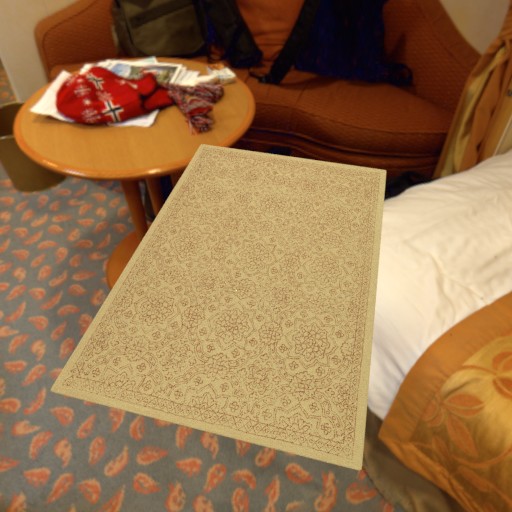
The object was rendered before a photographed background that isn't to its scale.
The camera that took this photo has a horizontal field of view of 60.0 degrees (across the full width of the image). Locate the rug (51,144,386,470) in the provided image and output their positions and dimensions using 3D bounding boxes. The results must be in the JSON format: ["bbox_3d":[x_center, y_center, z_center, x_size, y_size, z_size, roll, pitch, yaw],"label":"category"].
[{"bbox_3d":[0.000,0.000,2.258,1.219,0.010,1.829,10,47,10],"label":"rug"}]
